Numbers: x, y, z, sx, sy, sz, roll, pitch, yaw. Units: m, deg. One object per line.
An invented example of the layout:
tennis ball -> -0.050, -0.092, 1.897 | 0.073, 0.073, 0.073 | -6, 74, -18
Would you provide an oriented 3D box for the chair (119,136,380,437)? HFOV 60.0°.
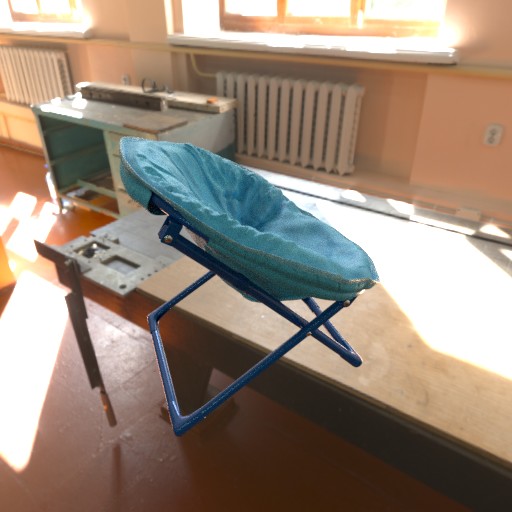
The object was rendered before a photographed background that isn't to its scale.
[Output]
chair -> 0.000, 0.000, 0.881 | 0.465, 0.478, 0.520 | -10, 32, -17
